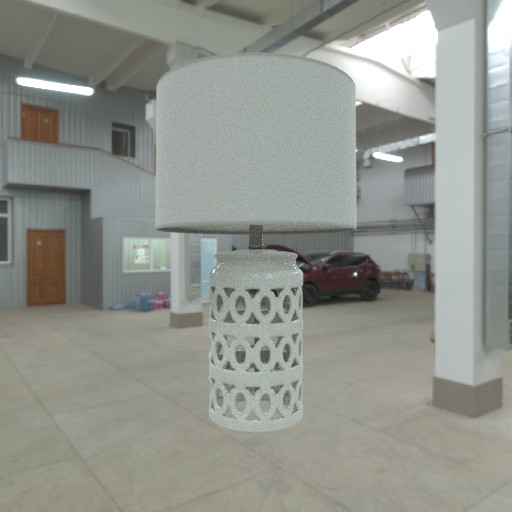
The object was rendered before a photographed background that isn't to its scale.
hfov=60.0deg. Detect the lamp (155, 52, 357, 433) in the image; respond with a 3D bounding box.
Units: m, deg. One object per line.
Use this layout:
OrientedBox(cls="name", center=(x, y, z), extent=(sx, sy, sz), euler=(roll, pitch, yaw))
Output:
OrientedBox(cls="lamp", center=(0.000, 0.000, 0.698), extent=(0.310, 0.502, 0.310), euler=(0, 1, 0))
